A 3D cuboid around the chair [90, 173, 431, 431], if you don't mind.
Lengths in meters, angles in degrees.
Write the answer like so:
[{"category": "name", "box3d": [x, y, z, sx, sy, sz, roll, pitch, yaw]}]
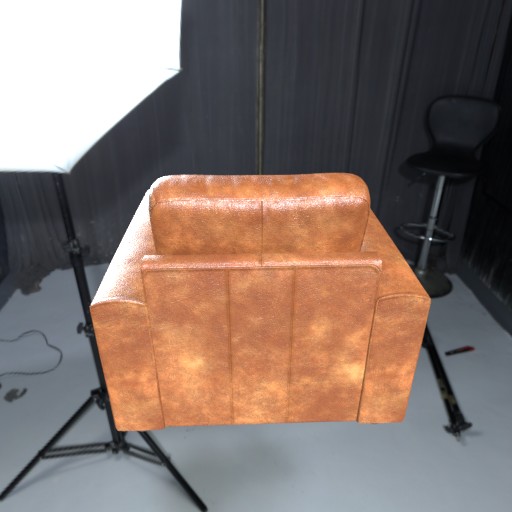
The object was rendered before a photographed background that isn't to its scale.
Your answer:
[{"category": "chair", "box3d": [0.000, 0.000, 1.781, 1.005, 0.873, 1.016, -1, 29, -2]}]
